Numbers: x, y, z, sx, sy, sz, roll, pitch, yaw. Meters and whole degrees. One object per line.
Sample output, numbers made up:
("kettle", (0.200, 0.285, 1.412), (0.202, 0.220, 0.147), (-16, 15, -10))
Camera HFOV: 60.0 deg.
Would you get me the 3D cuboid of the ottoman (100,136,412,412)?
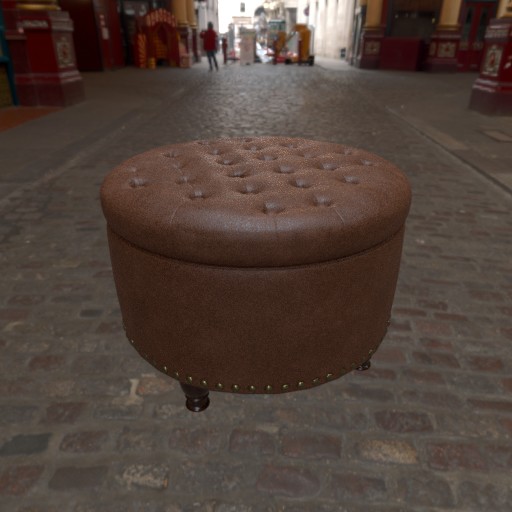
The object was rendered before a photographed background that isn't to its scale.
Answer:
("ottoman", (0.000, 0.000, 1.028), (0.637, 0.442, 0.637), (0, 27, 0))
